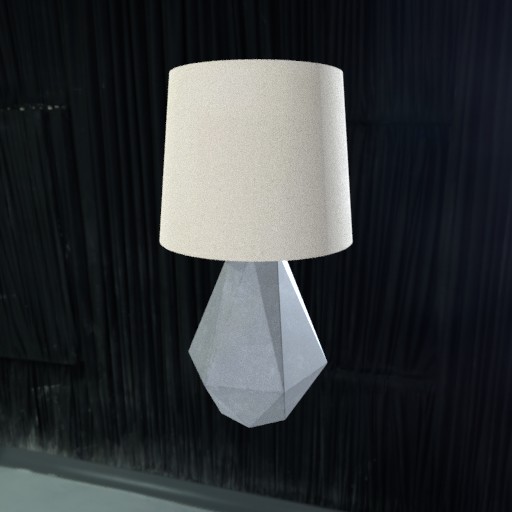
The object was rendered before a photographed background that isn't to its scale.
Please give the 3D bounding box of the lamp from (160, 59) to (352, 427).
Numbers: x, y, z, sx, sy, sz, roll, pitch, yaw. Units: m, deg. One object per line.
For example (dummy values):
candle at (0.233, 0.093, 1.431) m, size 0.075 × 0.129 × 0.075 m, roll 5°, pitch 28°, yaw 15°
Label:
lamp at (0.000, 0.000, 0.656) m, size 0.276 × 0.501 × 0.276 m, roll 0°, pitch 14°, yaw 0°
